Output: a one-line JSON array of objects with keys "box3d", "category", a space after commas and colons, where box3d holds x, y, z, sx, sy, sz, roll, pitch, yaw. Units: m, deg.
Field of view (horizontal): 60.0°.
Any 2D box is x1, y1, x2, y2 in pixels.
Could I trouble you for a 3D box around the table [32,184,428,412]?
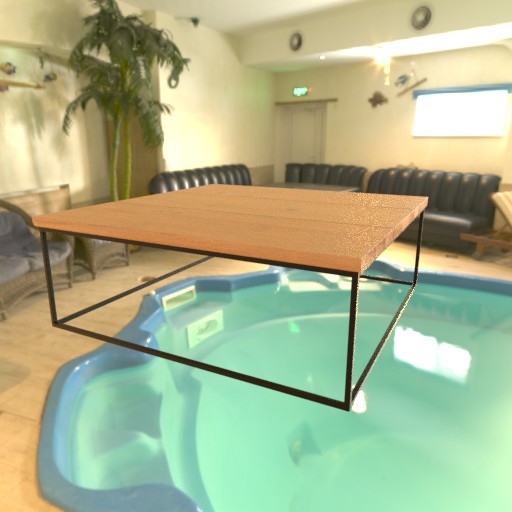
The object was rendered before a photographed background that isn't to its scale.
[{"box3d": [0.000, 0.000, 1.743, 1.100, 0.400, 1.100, 8, 17, 27], "category": "table"}]
